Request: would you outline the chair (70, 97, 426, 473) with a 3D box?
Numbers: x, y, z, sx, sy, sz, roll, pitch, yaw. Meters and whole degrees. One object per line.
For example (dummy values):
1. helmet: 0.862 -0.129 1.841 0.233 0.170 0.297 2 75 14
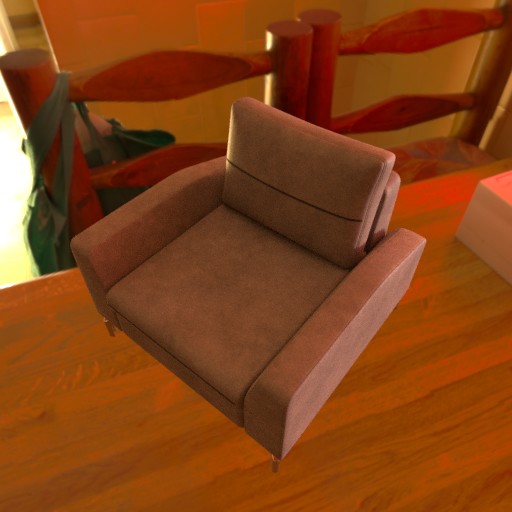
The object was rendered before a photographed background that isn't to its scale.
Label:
1. chair: 0.000 0.000 1.579 0.900 0.800 0.900 30 54 26
